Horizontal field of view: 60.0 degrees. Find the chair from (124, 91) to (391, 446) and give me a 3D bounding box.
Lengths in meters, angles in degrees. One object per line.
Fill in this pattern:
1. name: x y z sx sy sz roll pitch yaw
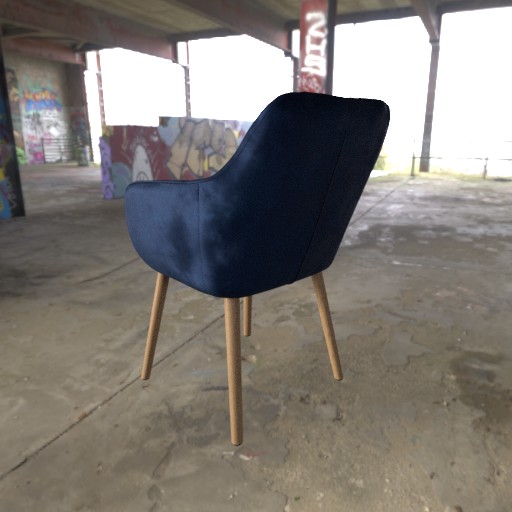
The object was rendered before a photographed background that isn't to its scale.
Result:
1. chair: 0.000 0.000 1.250 0.578 0.826 0.573 -15 21 -42
